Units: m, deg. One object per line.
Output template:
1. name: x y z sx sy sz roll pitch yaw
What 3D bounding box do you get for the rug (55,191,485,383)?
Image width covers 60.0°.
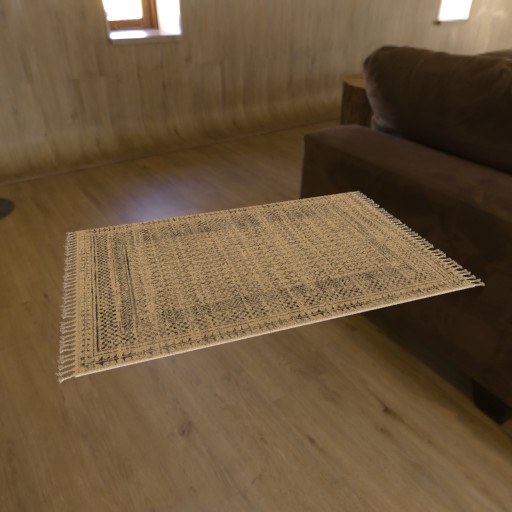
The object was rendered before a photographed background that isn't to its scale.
1. rug: 0.000 0.000 3.010 2.486 0.013 1.548 -10 33 -16
